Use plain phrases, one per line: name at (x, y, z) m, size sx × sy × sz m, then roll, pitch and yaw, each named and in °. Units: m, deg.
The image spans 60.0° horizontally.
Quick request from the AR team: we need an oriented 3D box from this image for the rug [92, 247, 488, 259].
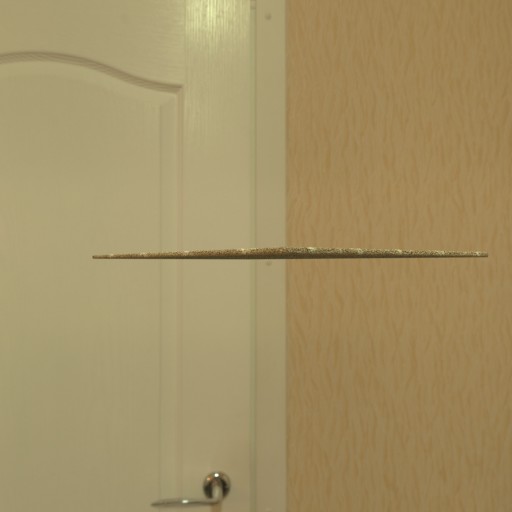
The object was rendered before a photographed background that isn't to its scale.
rug at (0.000, 0.000, 3.060) m, size 1.524 × 0.030 × 2.438 m, roll 1°, pitch -1°, yaw -36°
